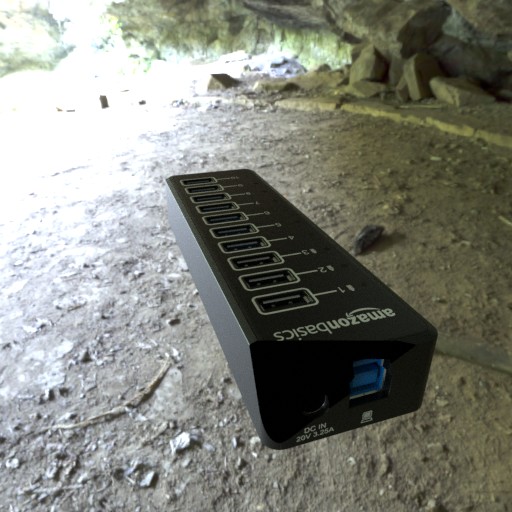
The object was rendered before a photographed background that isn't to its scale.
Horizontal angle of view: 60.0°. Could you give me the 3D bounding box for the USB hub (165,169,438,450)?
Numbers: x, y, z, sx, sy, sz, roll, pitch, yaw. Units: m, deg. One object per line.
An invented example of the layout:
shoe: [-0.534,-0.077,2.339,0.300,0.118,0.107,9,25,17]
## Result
USB hub: [0.000,0.000,0.162,0.044,0.023,0.145,-9,29,-17]
